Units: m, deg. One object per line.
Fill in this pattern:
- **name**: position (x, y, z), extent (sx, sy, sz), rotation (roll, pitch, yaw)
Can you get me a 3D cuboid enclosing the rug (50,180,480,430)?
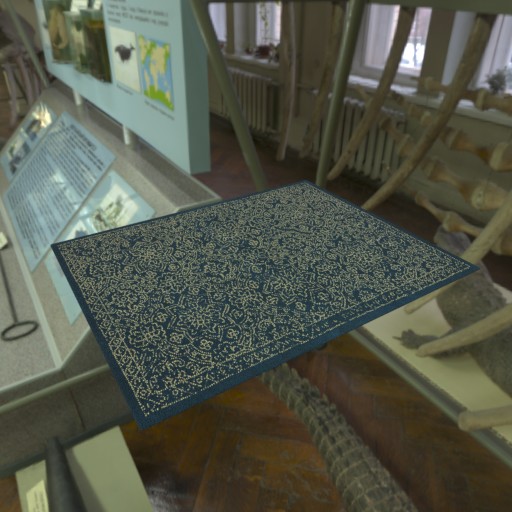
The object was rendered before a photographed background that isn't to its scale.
- **rug**: position (0.000, 0.000, 3.996), extent (3.048, 0.010, 2.438), rotation (-18, 36, -27)
